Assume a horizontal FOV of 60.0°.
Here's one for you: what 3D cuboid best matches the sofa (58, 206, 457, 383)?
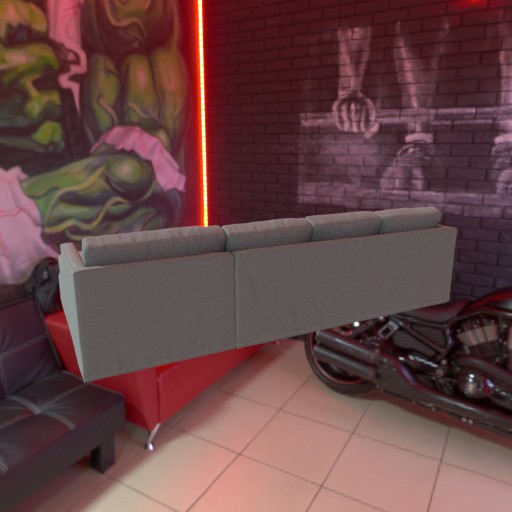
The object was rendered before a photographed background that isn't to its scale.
[{"bbox_3d":[0.000,0.000,3.950,3.177,0.867,1.622,-7,15,-26],"label":"sofa"}]
